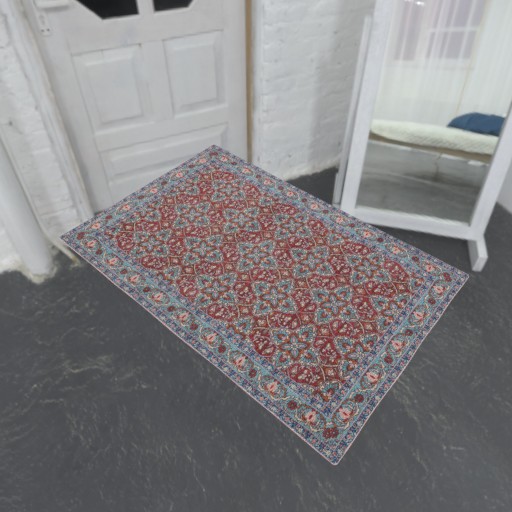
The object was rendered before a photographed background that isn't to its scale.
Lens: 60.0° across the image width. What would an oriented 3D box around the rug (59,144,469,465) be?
[{"bbox_3d":[0.000,0.000,2.351,1.829,0.009,1.219,32,55,27],"label":"rug"}]
